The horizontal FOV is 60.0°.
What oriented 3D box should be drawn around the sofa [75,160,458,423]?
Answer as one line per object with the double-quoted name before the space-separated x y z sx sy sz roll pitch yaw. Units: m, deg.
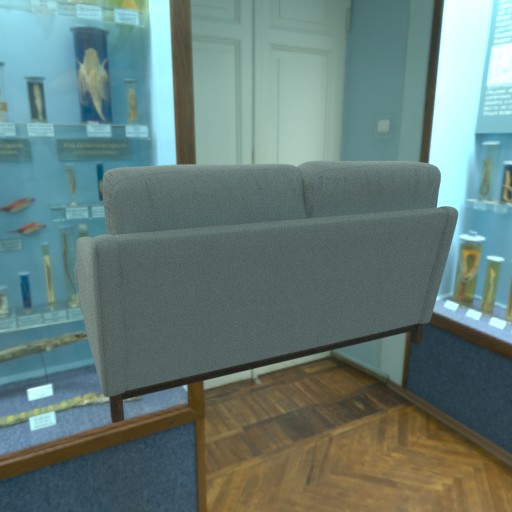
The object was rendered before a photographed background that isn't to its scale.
"sofa" 0.000 0.000 2.141 1.589 0.921 0.987 -7 16 -25
